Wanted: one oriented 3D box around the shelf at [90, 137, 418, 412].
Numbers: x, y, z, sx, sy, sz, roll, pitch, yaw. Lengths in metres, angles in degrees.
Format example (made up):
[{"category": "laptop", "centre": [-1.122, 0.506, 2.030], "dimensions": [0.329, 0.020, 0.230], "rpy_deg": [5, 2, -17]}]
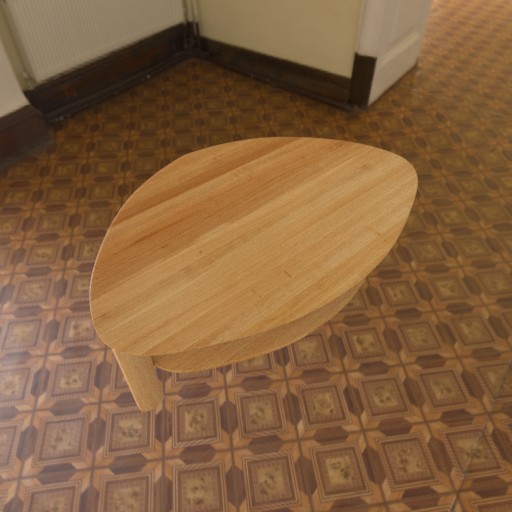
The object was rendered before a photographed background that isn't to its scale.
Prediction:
[{"category": "shelf", "centre": [0.000, 0.000, 1.632], "dimensions": [1.246, 0.440, 0.845], "rpy_deg": [-32, 54, -26]}]
